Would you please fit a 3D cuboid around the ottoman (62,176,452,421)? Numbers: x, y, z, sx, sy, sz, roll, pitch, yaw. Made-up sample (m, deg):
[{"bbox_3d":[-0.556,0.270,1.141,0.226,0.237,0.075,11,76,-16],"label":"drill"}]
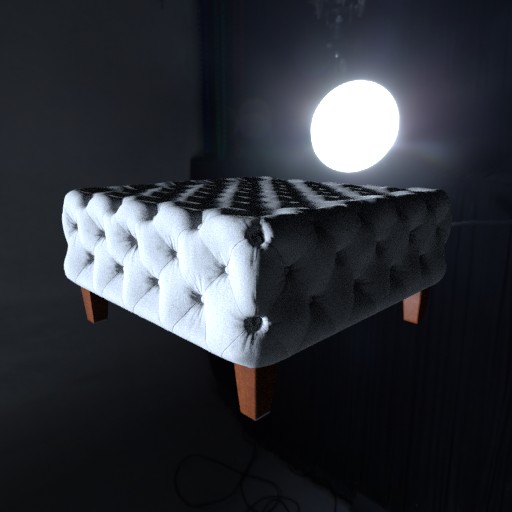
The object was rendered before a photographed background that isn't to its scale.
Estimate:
[{"bbox_3d":[0.000,0.000,1.175,0.764,0.365,0.758,14,19,43],"label":"ottoman"}]
